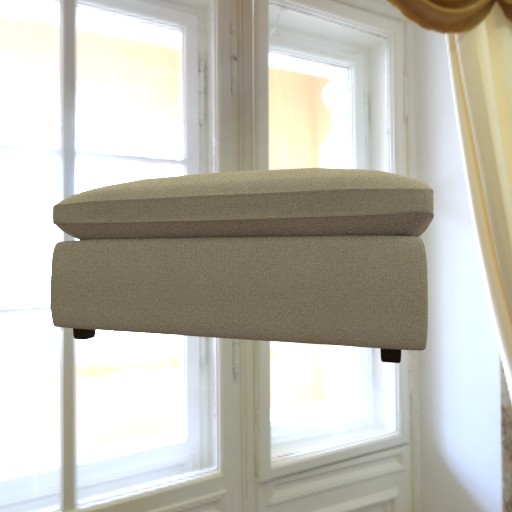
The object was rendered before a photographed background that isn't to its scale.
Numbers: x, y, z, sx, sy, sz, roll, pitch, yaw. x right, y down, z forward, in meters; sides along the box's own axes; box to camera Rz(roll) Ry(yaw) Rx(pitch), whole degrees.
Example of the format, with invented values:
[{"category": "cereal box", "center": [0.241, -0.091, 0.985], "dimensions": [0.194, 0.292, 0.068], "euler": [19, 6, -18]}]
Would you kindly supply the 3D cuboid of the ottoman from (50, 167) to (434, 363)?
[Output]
[{"category": "ottoman", "center": [0.000, 0.000, 1.346], "dimensions": [0.984, 0.453, 0.686], "euler": [0, 0, 19]}]
